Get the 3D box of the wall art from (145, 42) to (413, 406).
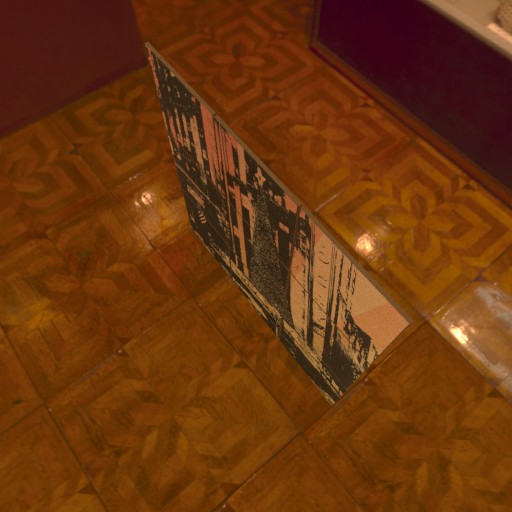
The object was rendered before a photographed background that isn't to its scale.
[{"bbox_3d":[0.000,0.000,1.354,0.010,0.917,0.919,-34,68,-16],"label":"wall art"}]
